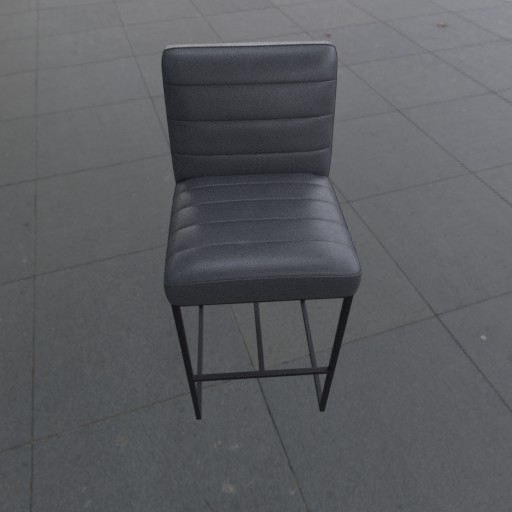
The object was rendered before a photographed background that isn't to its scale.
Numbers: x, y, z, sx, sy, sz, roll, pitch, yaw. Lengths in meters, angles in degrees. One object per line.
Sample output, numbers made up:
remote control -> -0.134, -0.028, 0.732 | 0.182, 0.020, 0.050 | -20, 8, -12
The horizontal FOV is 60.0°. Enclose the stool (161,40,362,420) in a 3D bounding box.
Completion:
stool -> 0.000, 0.000, 1.316 | 0.457, 1.040, 0.552 | -3, 45, -3
